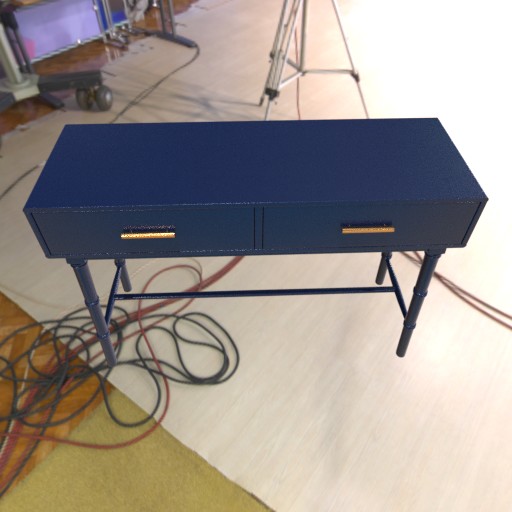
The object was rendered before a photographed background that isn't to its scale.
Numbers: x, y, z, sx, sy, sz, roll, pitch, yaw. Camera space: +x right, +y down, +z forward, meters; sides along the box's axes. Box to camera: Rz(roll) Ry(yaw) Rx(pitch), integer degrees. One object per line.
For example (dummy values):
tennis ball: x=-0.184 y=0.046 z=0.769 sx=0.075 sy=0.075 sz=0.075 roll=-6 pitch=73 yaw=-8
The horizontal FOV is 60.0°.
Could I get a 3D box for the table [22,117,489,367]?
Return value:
table: x=0.000 y=0.000 z=1.451 sx=1.118 sy=0.749 sz=0.399 roll=-2 pitch=46 yaw=-1
